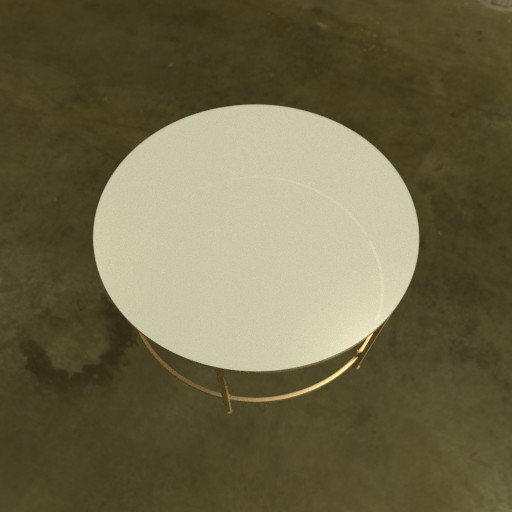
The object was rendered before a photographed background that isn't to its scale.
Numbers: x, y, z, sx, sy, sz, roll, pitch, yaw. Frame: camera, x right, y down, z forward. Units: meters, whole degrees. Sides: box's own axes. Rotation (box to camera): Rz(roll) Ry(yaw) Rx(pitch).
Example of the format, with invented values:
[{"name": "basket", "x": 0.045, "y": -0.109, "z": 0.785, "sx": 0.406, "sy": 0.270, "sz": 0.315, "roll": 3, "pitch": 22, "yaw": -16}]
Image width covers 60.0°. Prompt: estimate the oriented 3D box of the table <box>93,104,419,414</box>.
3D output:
[{"name": "table", "x": 0.000, "y": 0.000, "z": 1.458, "sx": 0.914, "sy": 0.470, "sz": 0.914, "roll": 0, "pitch": 58, "yaw": 0}]
